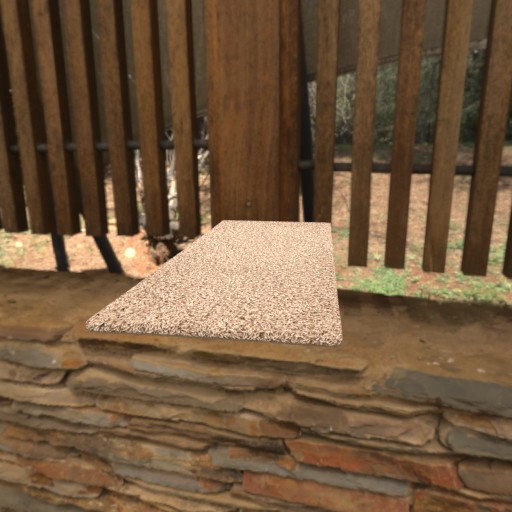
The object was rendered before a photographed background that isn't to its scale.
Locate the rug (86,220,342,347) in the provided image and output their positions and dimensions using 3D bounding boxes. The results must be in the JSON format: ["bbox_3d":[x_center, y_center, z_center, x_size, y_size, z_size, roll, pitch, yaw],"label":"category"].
[{"bbox_3d":[0.000,0.000,1.748,0.609,0.030,1.524,2,14,8],"label":"rug"}]
